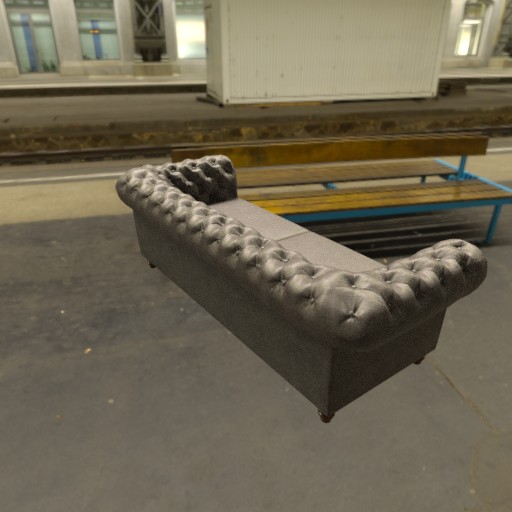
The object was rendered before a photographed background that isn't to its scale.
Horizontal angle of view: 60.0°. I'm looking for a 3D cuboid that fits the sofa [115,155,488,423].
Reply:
[{"bbox_3d":[0.000,0.000,2.762,0.944,0.783,2.385,-18,32,-32],"label":"sofa"}]
